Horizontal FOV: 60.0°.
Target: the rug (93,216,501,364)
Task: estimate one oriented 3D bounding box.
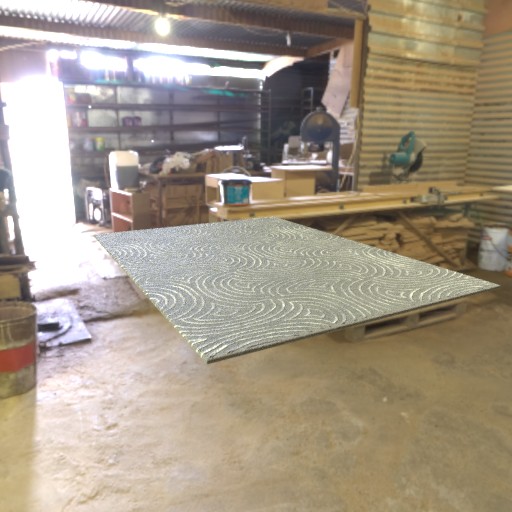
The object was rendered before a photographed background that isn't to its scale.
[{"bbox_3d":[0.000,0.000,2.701,1.543,0.015,2.144,-8,17,-28],"label":"rug"}]
